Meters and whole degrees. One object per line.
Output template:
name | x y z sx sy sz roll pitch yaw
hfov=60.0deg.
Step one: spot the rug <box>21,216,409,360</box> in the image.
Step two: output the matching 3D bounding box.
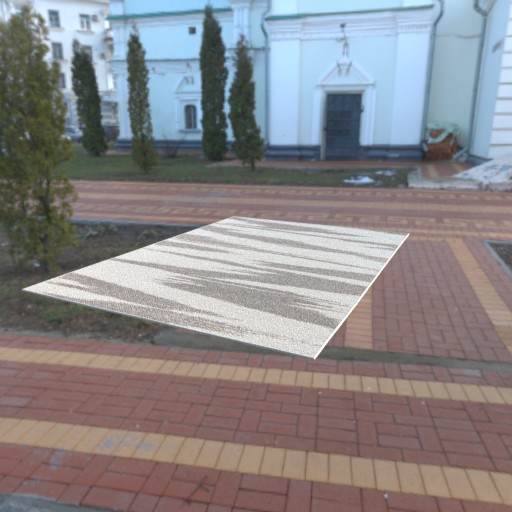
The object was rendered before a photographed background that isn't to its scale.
rug | 0.000 0.000 2.774 1.533 0.010 2.142 8 18 26
